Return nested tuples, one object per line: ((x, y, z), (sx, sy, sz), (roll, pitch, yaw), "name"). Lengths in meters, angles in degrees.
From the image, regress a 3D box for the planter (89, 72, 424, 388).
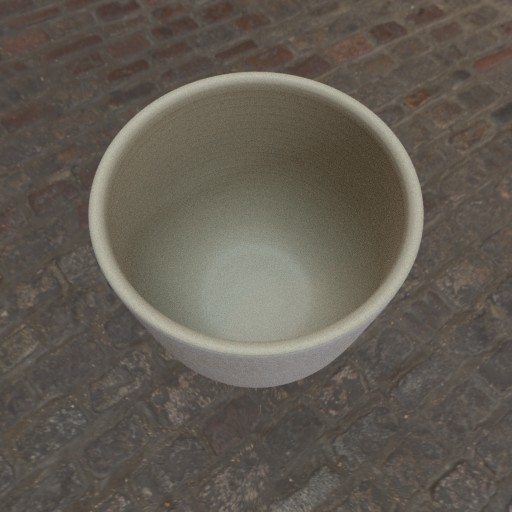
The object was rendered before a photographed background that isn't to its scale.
((0.000, 0.000, 0.362), (0.208, 0.190, 0.208), (0, 64, 0), "planter")
